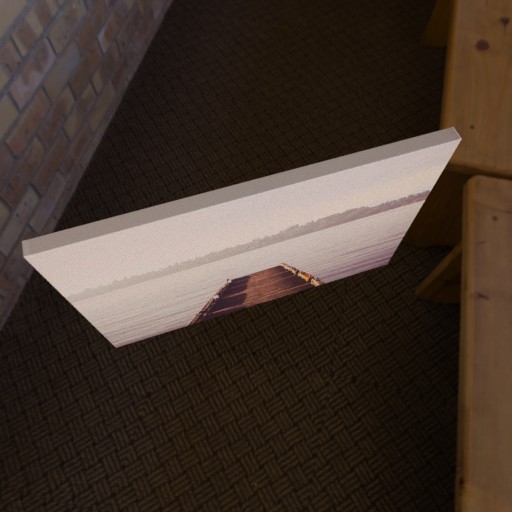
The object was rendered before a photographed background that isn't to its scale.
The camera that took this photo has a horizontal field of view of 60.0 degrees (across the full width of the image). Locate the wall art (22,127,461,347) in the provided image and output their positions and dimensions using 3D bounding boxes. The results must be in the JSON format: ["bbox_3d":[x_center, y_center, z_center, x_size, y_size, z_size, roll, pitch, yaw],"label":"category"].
[{"bbox_3d":[0.000,0.000,1.160,0.916,0.609,0.037,-16,64,-8],"label":"wall art"}]
